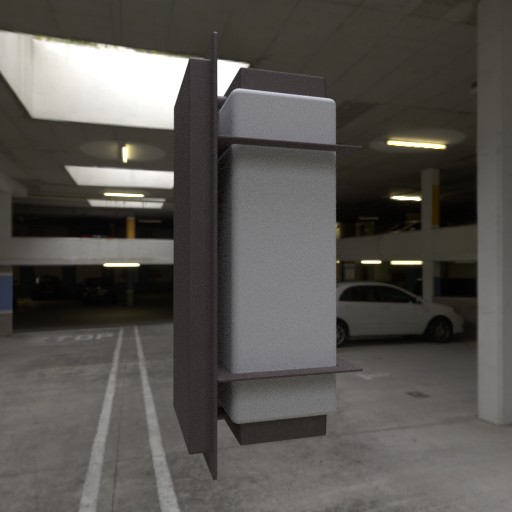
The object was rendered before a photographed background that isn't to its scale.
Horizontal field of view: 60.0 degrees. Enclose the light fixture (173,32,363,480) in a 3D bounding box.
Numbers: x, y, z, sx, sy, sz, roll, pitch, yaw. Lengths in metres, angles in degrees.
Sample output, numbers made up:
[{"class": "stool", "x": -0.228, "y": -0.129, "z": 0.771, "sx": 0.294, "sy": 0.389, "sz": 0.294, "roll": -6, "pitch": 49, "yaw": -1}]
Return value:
[{"class": "light fixture", "x": 0.000, "y": 0.000, "z": 0.430, "sx": 0.146, "sy": 0.347, "sz": 0.153, "roll": 0, "pitch": -1, "yaw": -16}]
